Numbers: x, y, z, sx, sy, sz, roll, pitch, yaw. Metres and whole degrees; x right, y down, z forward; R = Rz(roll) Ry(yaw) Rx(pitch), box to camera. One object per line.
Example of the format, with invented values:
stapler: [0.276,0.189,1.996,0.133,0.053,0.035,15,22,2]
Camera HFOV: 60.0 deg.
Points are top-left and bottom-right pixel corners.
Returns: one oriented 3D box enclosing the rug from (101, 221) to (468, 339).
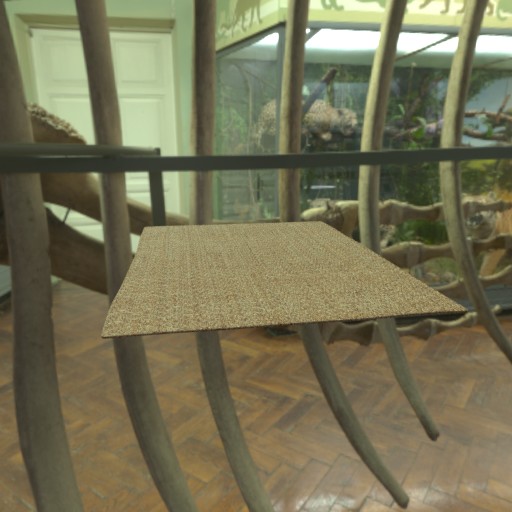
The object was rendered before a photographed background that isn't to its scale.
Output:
rug: [0.000,0.000,2.798,1.566,0.013,2.141,-3,15,-10]
